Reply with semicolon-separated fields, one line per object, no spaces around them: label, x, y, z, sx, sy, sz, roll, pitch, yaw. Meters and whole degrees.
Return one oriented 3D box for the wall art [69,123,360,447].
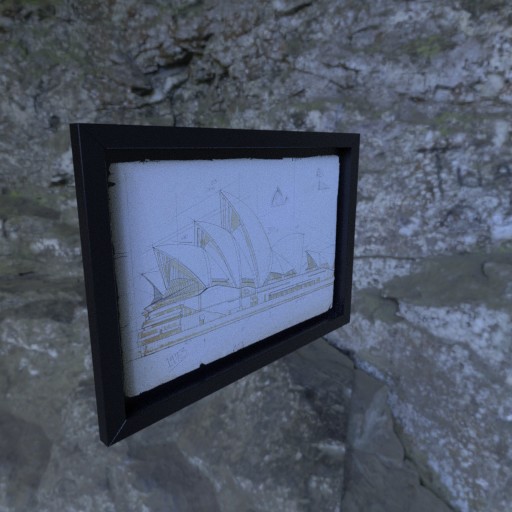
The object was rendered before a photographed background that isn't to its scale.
wall art;0.000;0.000;0.836;0.027;0.458;0.657;13;19;42
